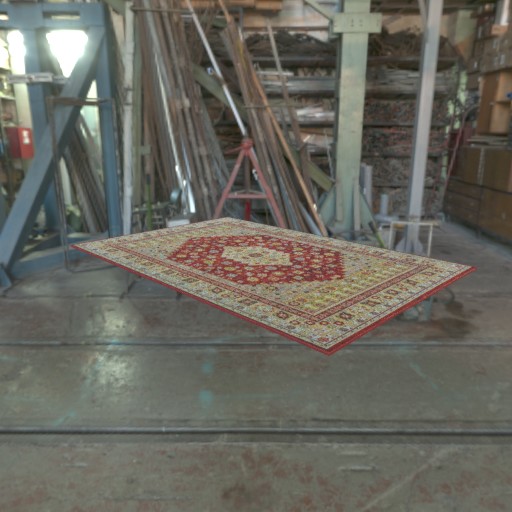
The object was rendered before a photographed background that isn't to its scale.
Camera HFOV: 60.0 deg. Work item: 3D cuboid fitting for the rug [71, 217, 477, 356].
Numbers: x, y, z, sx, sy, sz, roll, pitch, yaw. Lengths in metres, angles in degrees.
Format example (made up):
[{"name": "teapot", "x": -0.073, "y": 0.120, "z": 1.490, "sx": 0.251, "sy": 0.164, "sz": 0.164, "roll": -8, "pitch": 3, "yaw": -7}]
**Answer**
[{"name": "rug", "x": 0.000, "y": 0.000, "z": 2.321, "sx": 1.802, "sy": 0.013, "sz": 1.194, "roll": 15, "pitch": 22, "yaw": 43}]
